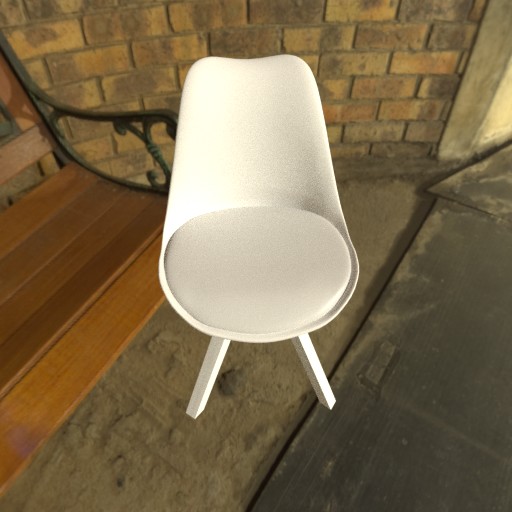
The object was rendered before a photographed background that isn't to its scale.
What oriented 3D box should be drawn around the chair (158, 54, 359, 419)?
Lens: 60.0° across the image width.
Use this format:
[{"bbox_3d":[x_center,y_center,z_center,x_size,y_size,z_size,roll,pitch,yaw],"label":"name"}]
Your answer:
[{"bbox_3d":[0.000,0.000,1.187,0.485,0.850,0.550,-3,46,-3],"label":"chair"}]
